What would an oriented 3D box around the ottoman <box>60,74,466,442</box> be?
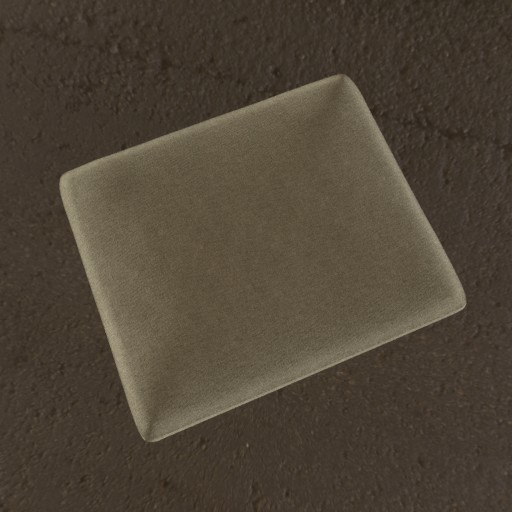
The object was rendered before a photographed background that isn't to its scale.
[{"bbox_3d":[0.000,0.000,1.241,0.821,0.474,0.693,-22,77,-5],"label":"ottoman"}]
